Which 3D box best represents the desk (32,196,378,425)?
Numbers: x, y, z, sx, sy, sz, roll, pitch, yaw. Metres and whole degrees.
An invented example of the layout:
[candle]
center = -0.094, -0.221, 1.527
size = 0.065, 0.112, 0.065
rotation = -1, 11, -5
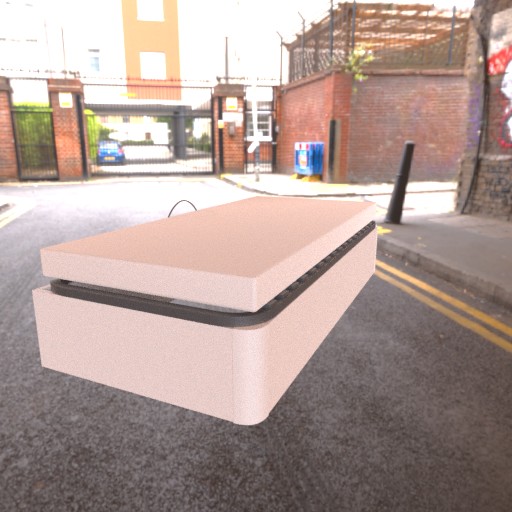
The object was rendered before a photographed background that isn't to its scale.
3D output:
[desk]
center = 0.000, 0.000, 2.259
size = 0.900, 0.526, 1.900
rotation = 7, 16, 24
